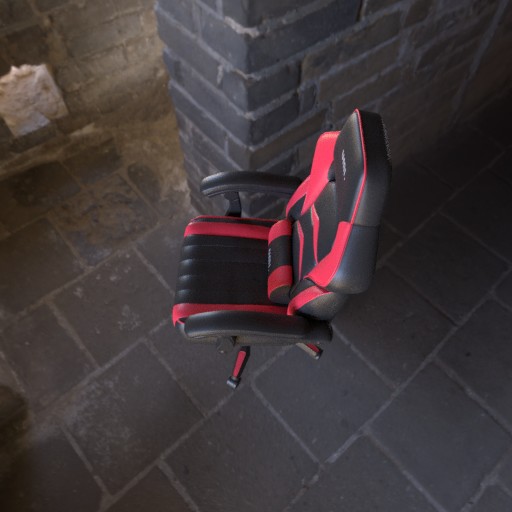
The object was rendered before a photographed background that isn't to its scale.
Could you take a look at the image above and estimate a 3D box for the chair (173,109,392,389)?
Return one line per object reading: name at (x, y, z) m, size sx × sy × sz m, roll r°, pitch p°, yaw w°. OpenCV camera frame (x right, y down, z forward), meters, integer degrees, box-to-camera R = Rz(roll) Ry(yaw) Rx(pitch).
chair at (0.000, 0.000, 1.654) m, size 0.700 × 1.220 × 0.700 m, roll 1°, pitch 60°, yaw 1°
